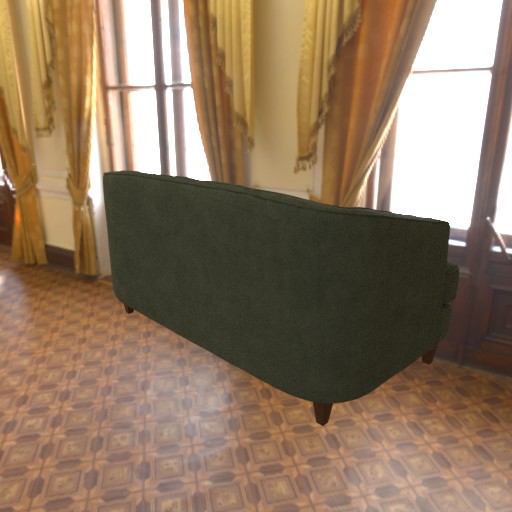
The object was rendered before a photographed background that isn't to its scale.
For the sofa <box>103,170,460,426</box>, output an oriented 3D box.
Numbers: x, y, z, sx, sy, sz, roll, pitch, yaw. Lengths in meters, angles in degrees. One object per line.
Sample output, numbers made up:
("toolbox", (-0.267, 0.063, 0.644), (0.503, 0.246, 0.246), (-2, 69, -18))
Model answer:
("sofa", (0.000, 0.000, 2.263), (0.941, 0.855, 1.733), (-16, 23, -42))
